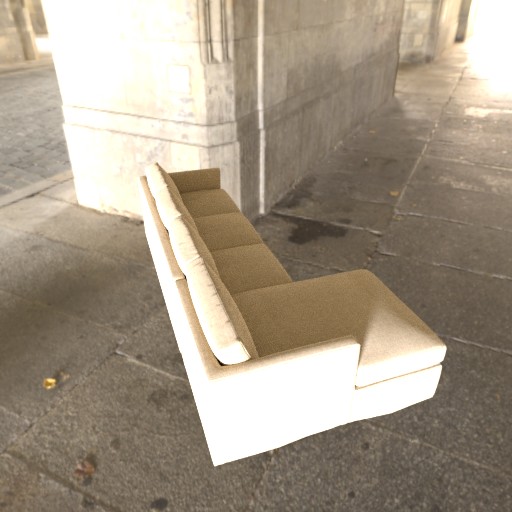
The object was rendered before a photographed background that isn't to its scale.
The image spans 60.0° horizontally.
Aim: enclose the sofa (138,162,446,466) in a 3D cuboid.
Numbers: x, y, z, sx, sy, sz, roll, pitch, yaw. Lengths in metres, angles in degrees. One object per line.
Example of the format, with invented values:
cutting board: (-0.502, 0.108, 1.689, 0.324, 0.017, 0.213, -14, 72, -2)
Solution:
sofa: (0.000, 0.000, 3.956, 1.650, 0.922, 3.205, -10, 32, -16)
